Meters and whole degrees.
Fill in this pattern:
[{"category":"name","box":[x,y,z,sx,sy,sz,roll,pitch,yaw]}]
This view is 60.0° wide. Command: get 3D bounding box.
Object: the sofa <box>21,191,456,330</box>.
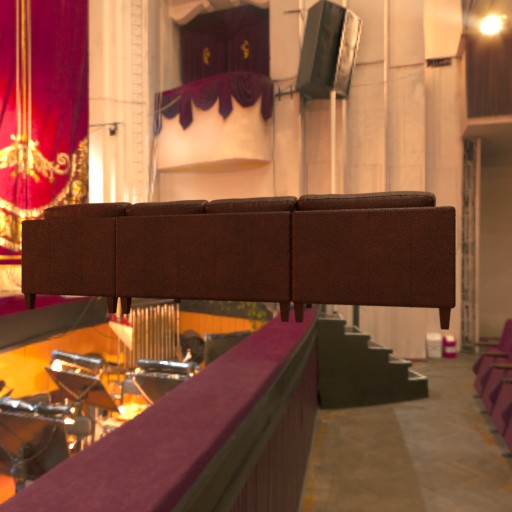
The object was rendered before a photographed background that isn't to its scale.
[{"category":"sofa","box":[0.000,0.000,4.322,3.324,0.891,2.452,0,0,18]}]
